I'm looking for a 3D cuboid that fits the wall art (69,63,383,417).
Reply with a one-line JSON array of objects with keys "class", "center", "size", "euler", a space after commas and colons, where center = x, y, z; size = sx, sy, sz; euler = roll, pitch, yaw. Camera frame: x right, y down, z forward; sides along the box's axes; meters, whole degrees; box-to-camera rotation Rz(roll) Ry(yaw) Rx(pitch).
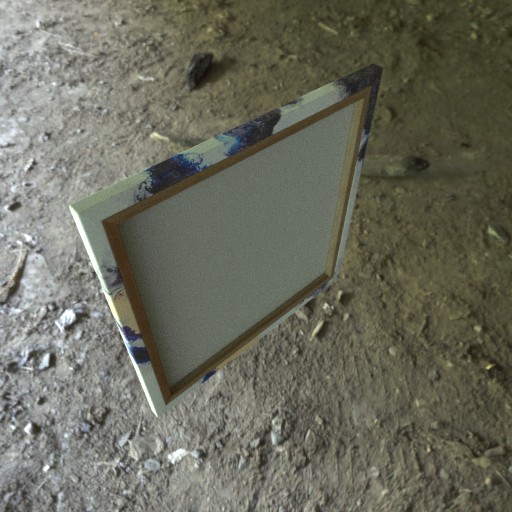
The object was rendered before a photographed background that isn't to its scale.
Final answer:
[{"class": "wall art", "center": [0.000, 0.000, 1.325], "size": [0.887, 0.885, 0.038], "euler": [-33, 55, -27]}]
